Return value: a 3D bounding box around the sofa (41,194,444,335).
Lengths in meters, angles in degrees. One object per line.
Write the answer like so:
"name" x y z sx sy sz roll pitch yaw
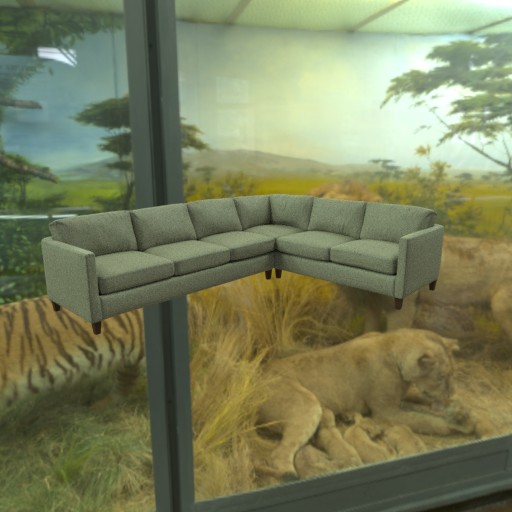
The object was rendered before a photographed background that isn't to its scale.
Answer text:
"sofa" 0.000 0.000 4.534 2.593 0.947 3.302 13 19 42
